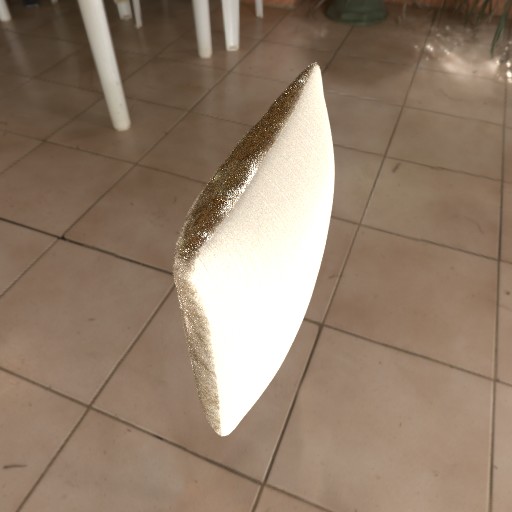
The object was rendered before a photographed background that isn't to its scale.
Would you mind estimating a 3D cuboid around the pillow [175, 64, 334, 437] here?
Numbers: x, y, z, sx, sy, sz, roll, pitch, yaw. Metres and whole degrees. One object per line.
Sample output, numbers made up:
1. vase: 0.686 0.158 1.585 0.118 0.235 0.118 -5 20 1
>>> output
1. pillow: 0.000 0.000 0.820 0.216 0.525 0.538 16 49 14
